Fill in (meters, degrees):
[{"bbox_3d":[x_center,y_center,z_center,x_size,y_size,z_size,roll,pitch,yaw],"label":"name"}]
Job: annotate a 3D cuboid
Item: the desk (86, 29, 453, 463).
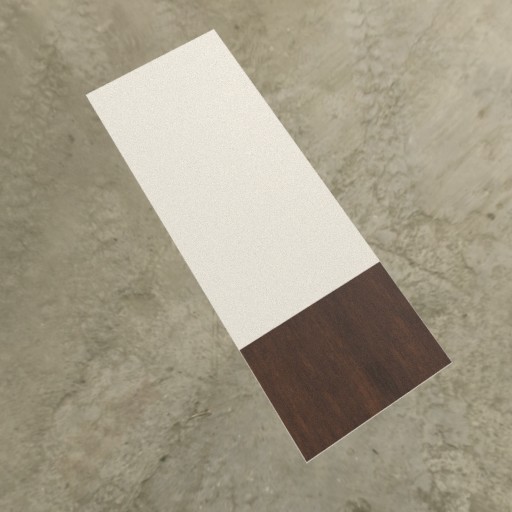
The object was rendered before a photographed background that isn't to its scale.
[{"bbox_3d":[0.000,0.000,1.466,0.409,0.761,1.069,-31,77,-8],"label":"desk"}]
